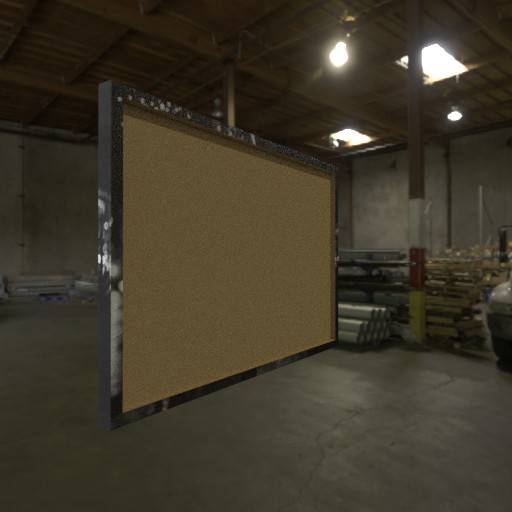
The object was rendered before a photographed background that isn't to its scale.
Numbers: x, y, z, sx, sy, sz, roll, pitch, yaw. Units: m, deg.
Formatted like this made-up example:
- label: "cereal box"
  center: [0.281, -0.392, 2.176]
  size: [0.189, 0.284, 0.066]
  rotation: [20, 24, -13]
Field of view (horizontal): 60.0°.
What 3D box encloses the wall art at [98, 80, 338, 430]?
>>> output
- label: "wall art"
  center: [0.000, 0.000, 1.148]
  size: [0.038, 0.609, 0.914]
  rotation: [0, 0, 36]
